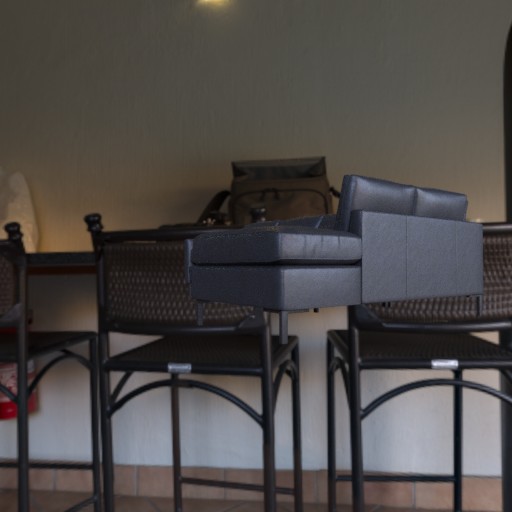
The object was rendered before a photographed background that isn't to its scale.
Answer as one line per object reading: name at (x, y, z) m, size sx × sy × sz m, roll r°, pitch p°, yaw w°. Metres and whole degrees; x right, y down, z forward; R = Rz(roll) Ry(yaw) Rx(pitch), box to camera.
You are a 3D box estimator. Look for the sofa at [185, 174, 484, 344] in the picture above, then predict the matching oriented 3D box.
sofa at (0.000, 0.000, 3.778) m, size 1.938 × 0.877 × 2.984 m, roll 1°, pitch -1°, yaw -36°
